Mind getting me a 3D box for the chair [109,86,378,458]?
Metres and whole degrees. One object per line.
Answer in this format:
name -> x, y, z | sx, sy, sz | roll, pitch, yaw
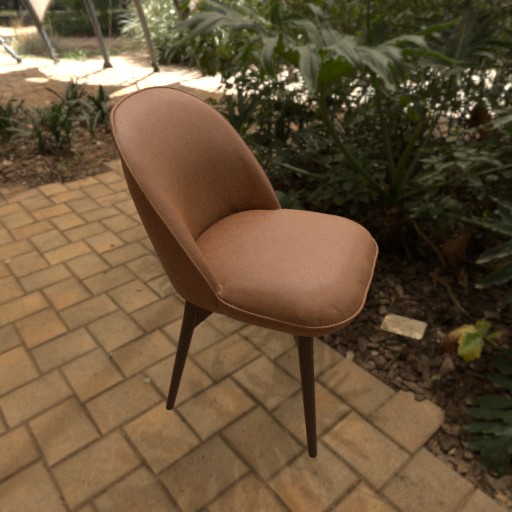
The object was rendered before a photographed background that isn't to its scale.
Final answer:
chair -> 0.000, 0.000, 1.221 | 0.631, 0.831, 0.521 | 11, 34, 17
